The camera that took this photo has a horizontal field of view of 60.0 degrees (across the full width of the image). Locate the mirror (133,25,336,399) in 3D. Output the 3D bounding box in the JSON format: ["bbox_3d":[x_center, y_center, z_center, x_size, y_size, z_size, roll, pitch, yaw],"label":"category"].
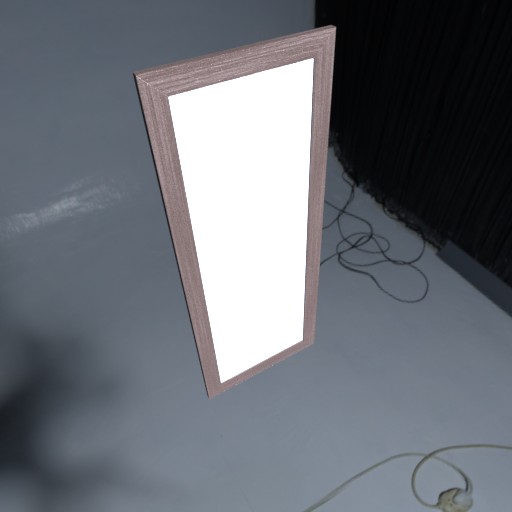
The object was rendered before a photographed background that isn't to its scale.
[{"bbox_3d":[0.000,0.000,2.271,0.812,2.020,0.221,-23,51,-20],"label":"mirror"}]
